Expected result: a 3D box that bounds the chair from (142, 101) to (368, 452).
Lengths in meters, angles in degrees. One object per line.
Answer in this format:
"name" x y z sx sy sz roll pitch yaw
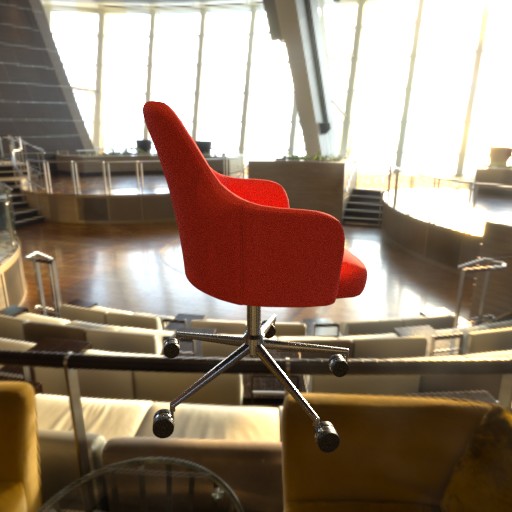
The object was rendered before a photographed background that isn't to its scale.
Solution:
"chair" 0.000 0.000 1.251 0.600 0.820 0.655 -3 17 -9
